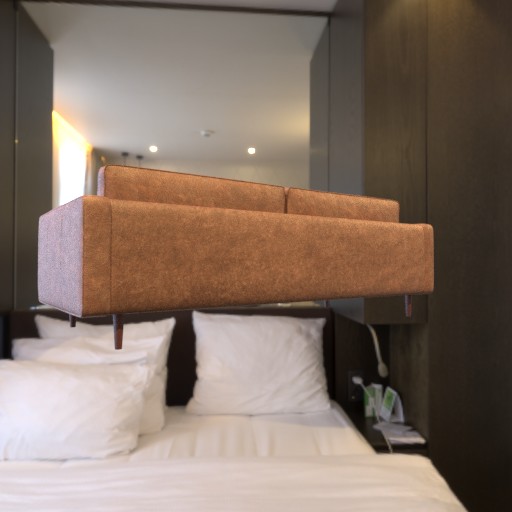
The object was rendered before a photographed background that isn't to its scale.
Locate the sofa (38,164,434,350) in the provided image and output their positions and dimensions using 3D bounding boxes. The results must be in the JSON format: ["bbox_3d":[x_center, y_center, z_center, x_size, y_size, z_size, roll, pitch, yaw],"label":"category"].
[{"bbox_3d":[0.000,0.000,2.599,2.210,0.762,0.914,1,-1,-35],"label":"sofa"}]
